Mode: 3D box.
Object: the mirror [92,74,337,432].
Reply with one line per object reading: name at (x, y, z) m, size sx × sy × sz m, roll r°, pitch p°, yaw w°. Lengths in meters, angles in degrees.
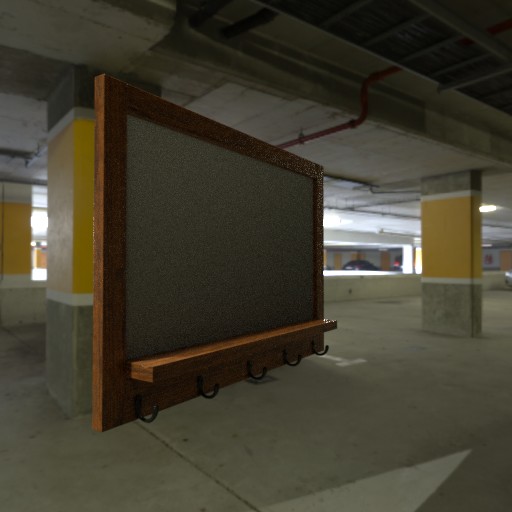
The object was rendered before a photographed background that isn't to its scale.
mirror at (0.000, 0.000, 0.964) m, size 0.084 × 0.537 × 0.758 m, roll -1°, pitch -1°, yaw 34°
